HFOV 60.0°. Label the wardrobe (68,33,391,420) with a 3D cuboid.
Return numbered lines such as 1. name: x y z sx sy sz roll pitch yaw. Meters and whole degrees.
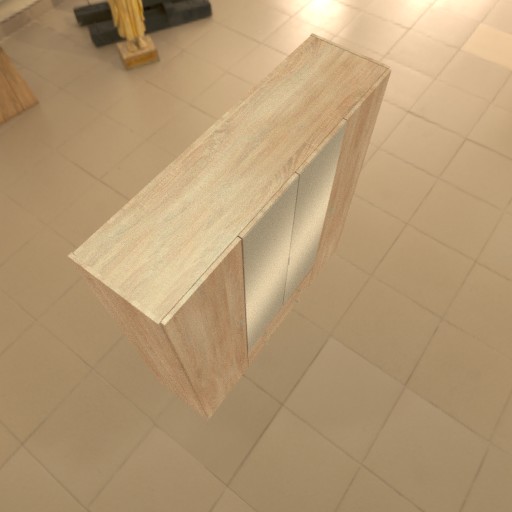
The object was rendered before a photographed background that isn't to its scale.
1. wardrobe: 0.000 0.000 3.204 0.598 2.159 1.998 32 65 17
